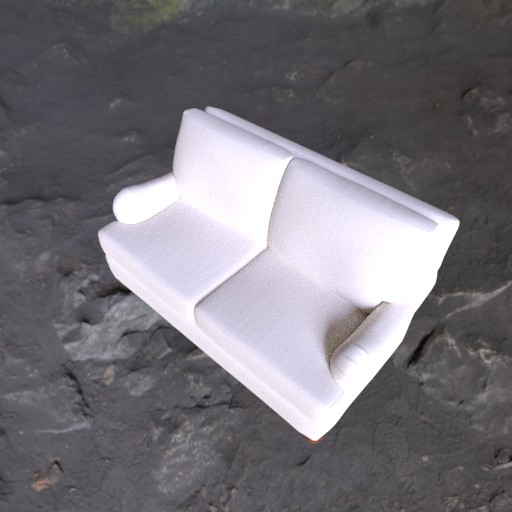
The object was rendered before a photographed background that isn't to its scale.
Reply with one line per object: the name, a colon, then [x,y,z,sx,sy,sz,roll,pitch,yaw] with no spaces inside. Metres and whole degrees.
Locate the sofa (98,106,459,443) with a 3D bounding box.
sofa: [0.000,0.000,2.654,1.853,1.101,1.084,33,54,28]
